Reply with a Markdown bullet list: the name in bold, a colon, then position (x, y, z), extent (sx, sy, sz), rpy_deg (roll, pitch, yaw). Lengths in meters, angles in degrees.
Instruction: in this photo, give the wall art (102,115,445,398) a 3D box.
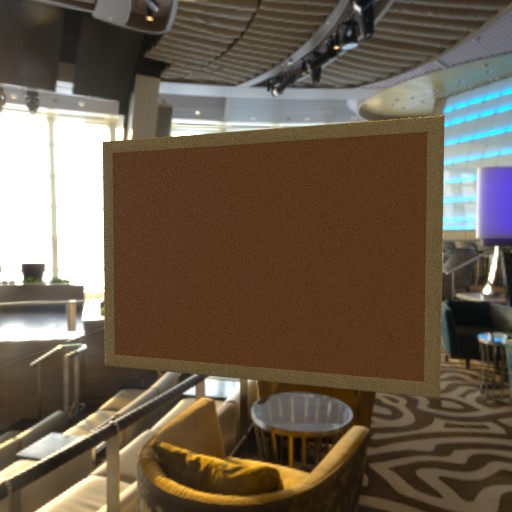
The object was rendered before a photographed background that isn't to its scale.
- **wall art**: position (0.000, 0.000, 0.688), extent (0.533, 0.381, 0.032), rpy_deg (1, 2, 17)
